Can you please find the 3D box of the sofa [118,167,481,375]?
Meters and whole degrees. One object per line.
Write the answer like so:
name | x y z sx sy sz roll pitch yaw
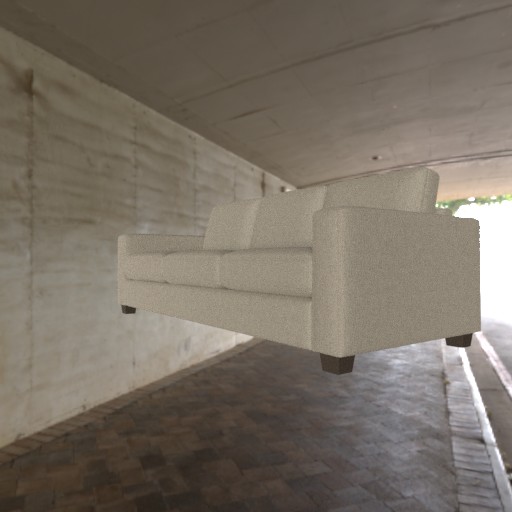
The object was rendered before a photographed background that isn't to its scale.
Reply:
sofa | 0.000 0.000 2.545 0.900 0.800 2.160 0 -1 -36
